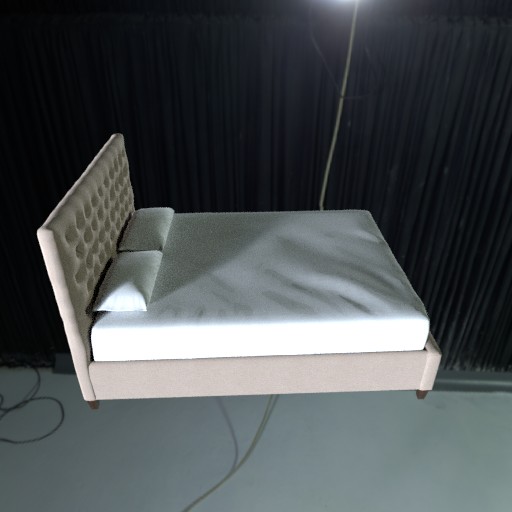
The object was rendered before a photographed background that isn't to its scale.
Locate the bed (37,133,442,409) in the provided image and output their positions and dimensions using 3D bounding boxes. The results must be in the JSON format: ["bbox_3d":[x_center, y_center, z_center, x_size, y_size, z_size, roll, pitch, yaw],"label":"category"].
[{"bbox_3d":[0.000,0.000,3.407,2.387,1.427,1.698,-1,32,-2],"label":"bed"}]
